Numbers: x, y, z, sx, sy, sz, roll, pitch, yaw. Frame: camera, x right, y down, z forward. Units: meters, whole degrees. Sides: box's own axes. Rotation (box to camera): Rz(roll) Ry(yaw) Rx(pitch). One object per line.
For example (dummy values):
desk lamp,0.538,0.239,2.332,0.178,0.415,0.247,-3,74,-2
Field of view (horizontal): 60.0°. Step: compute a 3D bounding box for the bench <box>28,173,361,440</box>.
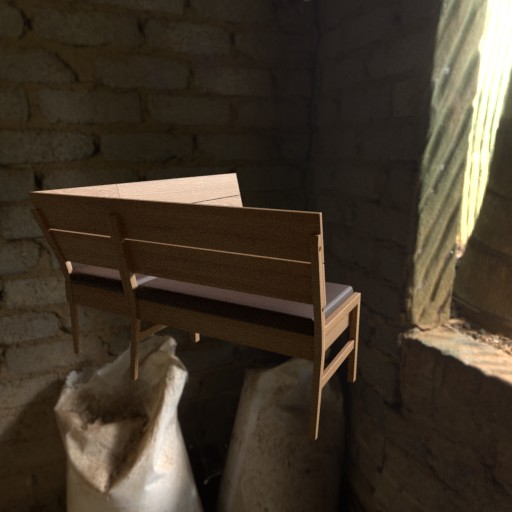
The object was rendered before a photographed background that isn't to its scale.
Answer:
bench,0.000,0.000,2.776,1.549,0.890,1.975,7,15,27
